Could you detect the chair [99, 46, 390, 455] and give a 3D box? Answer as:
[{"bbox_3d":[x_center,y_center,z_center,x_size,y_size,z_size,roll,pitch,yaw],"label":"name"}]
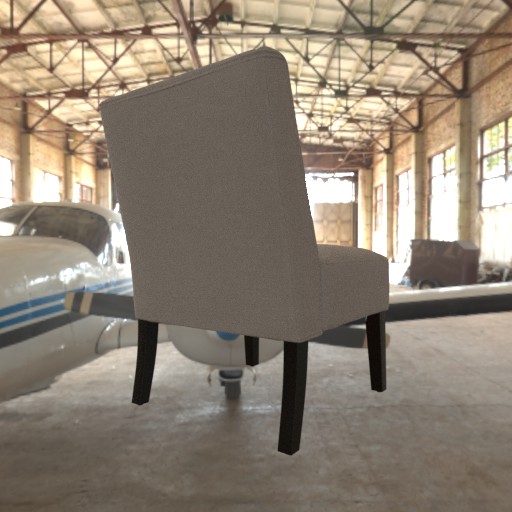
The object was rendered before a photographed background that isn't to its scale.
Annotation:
[{"bbox_3d":[0.000,0.000,1.285,0.569,0.853,0.676,1,1,37],"label":"chair"}]
